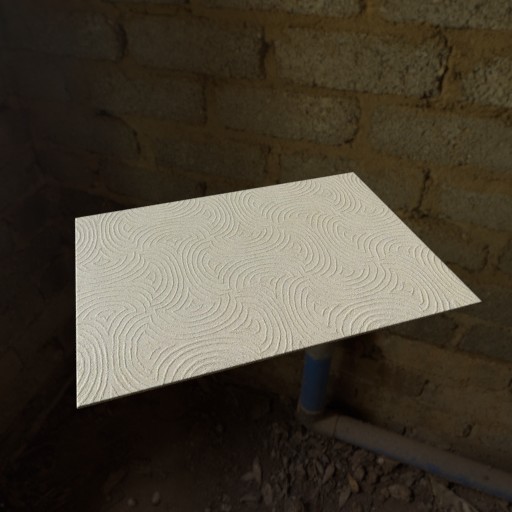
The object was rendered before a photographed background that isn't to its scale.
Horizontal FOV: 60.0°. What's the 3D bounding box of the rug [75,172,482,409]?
[{"bbox_3d":[0.000,0.000,2.753,2.132,0.015,1.526,-11,41,-14],"label":"rug"}]
